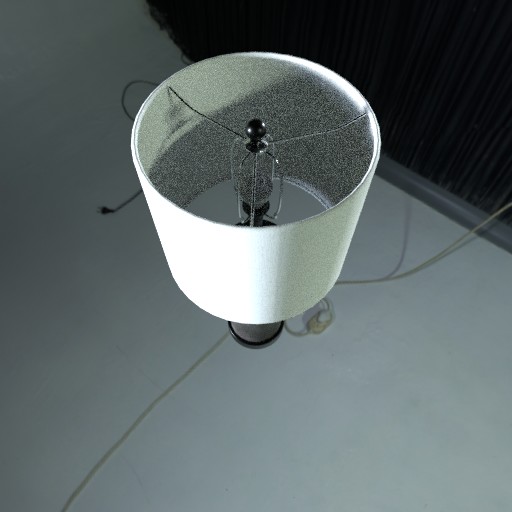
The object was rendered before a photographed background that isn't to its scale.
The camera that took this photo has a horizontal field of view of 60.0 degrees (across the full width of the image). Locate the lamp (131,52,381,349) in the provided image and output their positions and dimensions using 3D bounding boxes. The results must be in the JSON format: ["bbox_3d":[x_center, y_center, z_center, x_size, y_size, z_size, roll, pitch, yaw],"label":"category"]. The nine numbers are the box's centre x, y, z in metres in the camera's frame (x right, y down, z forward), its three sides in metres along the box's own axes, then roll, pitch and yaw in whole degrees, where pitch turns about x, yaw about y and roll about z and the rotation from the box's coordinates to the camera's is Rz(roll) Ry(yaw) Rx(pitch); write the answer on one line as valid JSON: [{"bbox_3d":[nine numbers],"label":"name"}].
[{"bbox_3d":[0.000,0.000,0.808,0.305,0.634,0.305,31,64,17],"label":"lamp"}]
